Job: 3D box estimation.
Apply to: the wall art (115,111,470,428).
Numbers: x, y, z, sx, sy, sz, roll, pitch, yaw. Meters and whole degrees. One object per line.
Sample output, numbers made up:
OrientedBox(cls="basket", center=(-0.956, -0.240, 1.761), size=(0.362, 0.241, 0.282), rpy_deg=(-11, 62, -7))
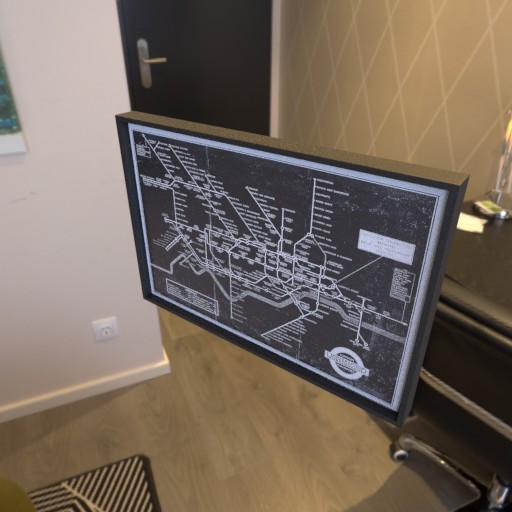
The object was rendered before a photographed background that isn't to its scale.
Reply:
OrientedBox(cls="wall art", center=(0.000, 0.000, 0.859), size=(0.671, 0.456, 0.051), rpy_deg=(20, 35, 31))
